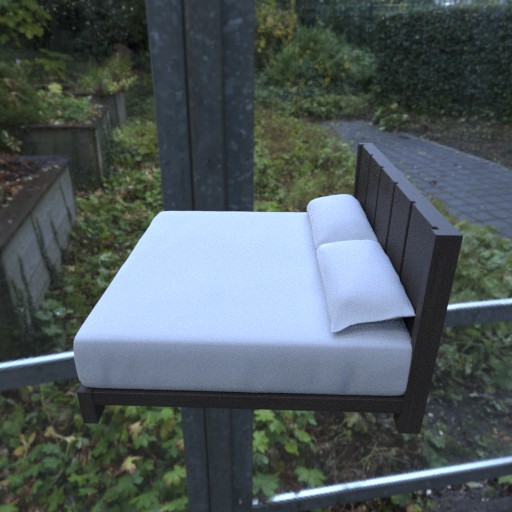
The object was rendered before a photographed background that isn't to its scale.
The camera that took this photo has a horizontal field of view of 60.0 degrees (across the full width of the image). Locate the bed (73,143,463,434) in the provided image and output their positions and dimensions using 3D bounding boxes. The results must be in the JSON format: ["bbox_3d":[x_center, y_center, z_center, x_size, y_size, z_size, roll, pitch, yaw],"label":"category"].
[{"bbox_3d":[0.000,0.000,3.331,2.012,1.270,2.134,1,26,2],"label":"bed"}]
